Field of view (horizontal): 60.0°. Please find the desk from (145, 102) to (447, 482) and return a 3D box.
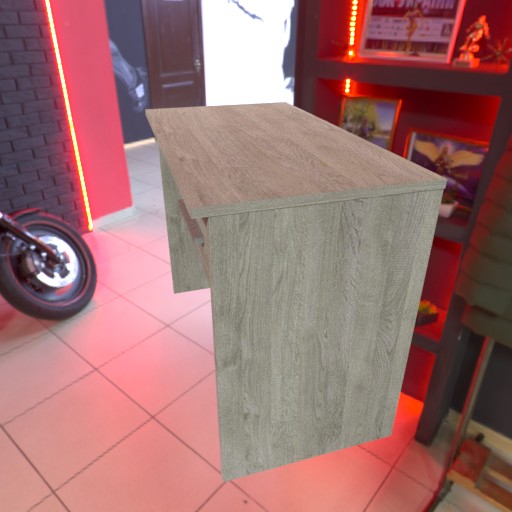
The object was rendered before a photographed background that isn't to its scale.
[{"bbox_3d":[0.000,0.000,1.337,0.498,0.724,0.893,-8,30,-15],"label":"desk"}]
